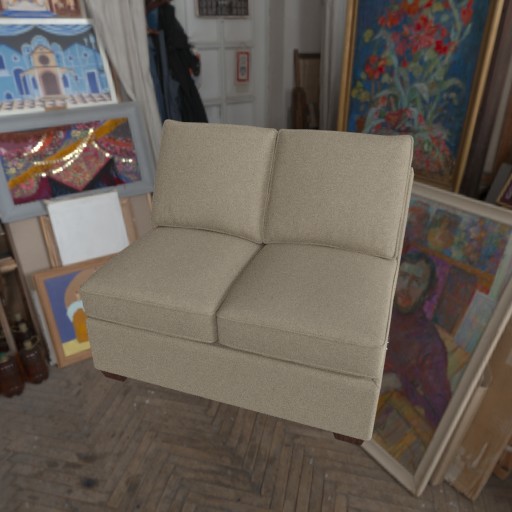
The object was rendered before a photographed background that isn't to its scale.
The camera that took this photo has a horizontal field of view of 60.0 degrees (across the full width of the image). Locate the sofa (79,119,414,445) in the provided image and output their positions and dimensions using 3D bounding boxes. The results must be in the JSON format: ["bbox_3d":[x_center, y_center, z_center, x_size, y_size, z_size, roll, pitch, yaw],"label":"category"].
[{"bbox_3d":[0.000,0.000,1.983,1.237,1.008,0.951,9,28,17],"label":"sofa"}]
